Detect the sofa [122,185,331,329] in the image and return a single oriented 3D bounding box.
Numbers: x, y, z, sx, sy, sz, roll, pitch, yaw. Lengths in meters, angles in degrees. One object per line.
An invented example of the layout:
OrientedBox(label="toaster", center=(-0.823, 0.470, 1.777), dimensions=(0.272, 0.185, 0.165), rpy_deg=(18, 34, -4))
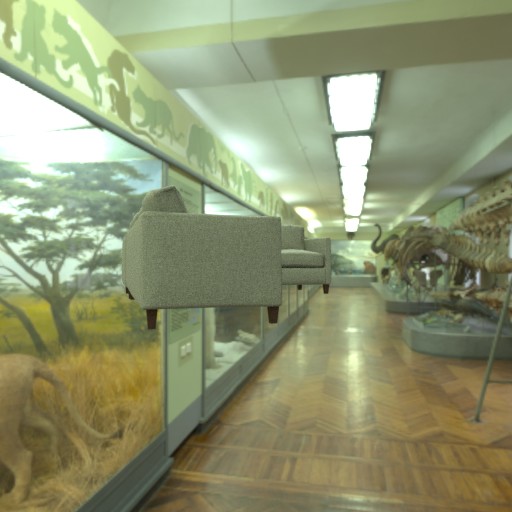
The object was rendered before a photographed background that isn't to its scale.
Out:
OrientedBox(label="sofa", center=(0.000, 0.000, 4.619), dimensions=(2.593, 0.947, 3.302), rpy_deg=(0, -1, -19))
